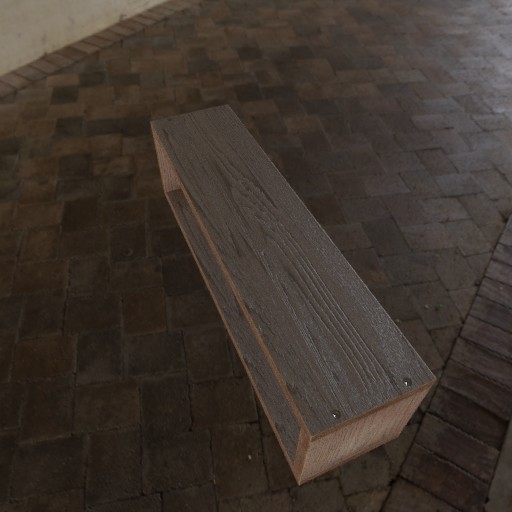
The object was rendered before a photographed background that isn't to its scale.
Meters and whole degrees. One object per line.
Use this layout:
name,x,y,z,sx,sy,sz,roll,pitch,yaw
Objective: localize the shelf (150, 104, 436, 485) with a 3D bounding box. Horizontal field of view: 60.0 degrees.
shelf,0.000,0.000,0.697,0.150,0.170,0.610,-18,51,-15
